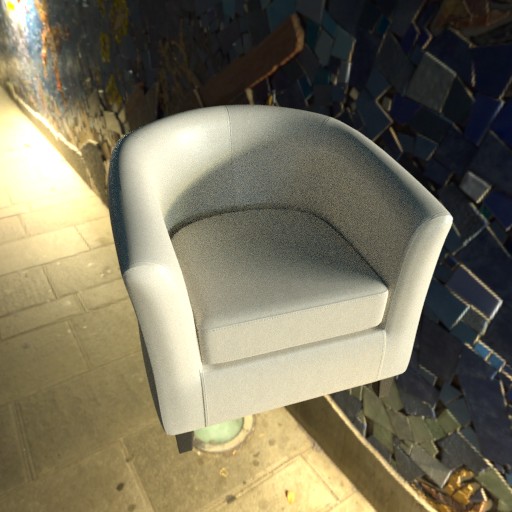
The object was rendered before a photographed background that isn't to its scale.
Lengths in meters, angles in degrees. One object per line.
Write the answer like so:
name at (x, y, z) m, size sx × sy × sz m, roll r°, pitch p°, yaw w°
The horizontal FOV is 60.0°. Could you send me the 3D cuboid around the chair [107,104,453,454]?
chair at (0.000, 0.000, 1.365) m, size 0.792 × 0.756 × 0.727 m, roll -10°, pitch 33°, yaw -15°
